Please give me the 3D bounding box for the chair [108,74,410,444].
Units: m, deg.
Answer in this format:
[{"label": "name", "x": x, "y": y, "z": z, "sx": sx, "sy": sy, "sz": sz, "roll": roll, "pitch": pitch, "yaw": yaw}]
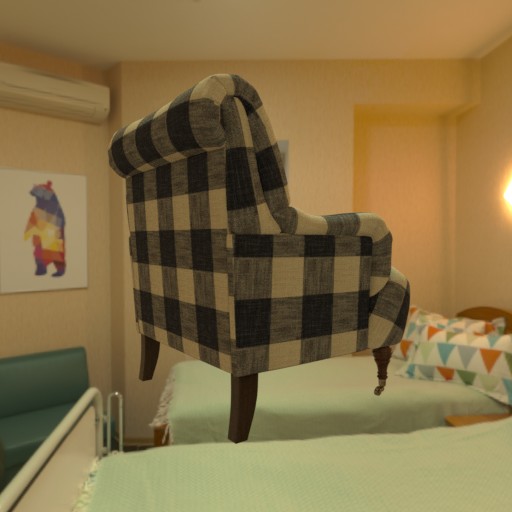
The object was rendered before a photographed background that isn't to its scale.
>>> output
[{"label": "chair", "x": 0.000, "y": 0.000, "z": 1.600, "sx": 0.848, "sy": 0.953, "sz": 0.781, "roll": -1, "pitch": 2, "yaw": -36}]
